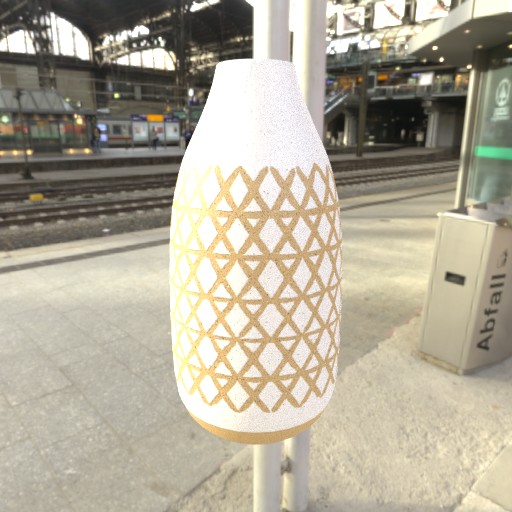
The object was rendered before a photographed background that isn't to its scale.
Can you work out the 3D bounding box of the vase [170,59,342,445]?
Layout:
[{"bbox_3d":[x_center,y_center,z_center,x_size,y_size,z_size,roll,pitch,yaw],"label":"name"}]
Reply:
[{"bbox_3d":[0.000,0.000,0.475,0.186,0.380,0.186,0,15,0],"label":"vase"}]
